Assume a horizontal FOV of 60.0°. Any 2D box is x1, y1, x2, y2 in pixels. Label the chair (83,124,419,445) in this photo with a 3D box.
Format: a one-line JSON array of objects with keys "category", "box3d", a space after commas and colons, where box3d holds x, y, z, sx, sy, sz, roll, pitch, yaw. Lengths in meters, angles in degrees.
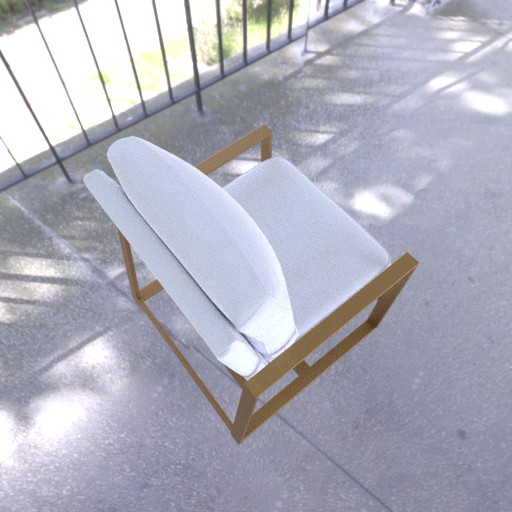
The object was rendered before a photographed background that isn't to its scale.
[{"category": "chair", "box3d": [0.000, 0.000, 1.579, 0.813, 0.966, 0.805, -35, 66, -18]}]
